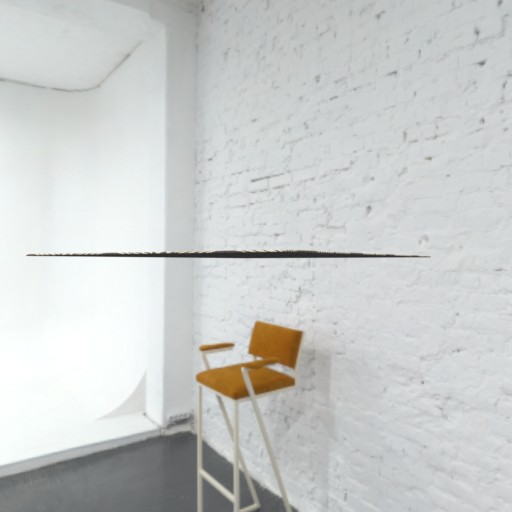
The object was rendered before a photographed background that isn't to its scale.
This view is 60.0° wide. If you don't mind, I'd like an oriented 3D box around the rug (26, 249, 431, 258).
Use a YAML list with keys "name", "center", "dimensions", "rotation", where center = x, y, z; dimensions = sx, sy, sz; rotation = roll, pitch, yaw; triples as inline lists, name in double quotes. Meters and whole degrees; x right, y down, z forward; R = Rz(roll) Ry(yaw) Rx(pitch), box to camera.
- name: "rug"
  center: [0.000, 0.000, 4.137]
  dimensions: [2.438, 0.016, 3.048]
  rotation: [-1, -1, 34]
